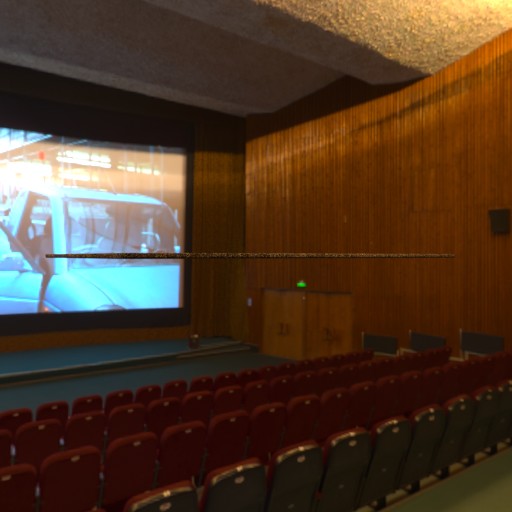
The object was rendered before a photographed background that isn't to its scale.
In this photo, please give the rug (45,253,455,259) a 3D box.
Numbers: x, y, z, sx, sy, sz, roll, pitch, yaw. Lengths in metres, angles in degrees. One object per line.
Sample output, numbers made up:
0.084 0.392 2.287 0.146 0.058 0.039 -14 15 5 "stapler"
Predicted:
0.000 0.000 2.997 2.352 0.025 1.501 0 0 -36 "rug"
